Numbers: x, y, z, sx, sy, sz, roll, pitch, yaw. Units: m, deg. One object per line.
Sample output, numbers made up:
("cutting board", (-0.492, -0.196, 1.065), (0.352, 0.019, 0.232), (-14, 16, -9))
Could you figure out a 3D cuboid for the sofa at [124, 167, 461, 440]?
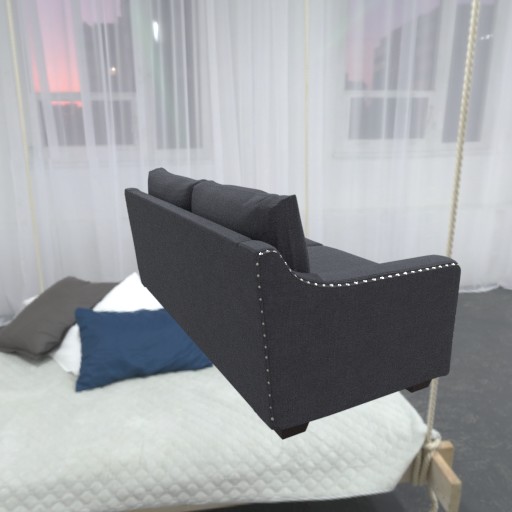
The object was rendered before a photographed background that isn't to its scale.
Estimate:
("sofa", (0.000, 0.000, 3.288), (1.336, 1.196, 2.550), (-8, 17, -27))
